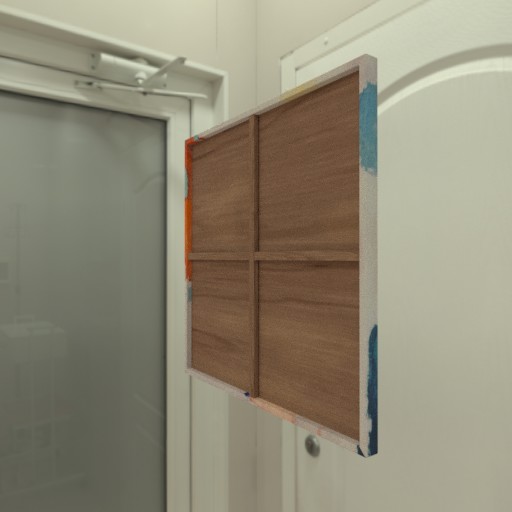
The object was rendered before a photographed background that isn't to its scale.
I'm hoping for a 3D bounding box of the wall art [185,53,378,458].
[{"bbox_3d":[0.000,0.000,1.231,0.037,0.814,0.814,0,0,-35],"label":"wall art"}]
